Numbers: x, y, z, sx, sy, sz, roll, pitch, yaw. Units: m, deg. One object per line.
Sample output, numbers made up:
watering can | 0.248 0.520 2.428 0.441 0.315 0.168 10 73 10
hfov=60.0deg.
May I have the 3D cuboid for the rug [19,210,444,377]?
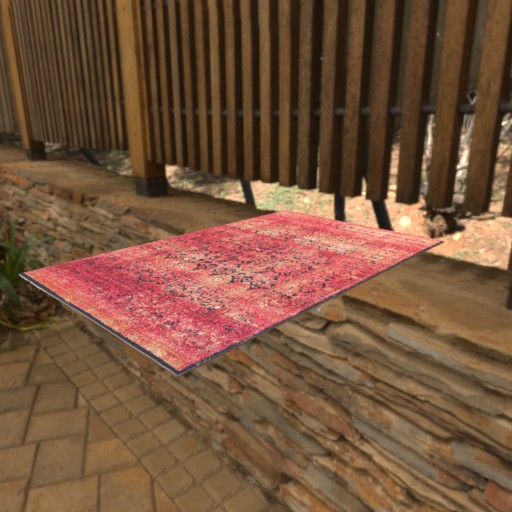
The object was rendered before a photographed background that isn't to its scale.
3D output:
rug | 0.000 0.000 2.953 1.539 0.018 2.449 16 24 41
